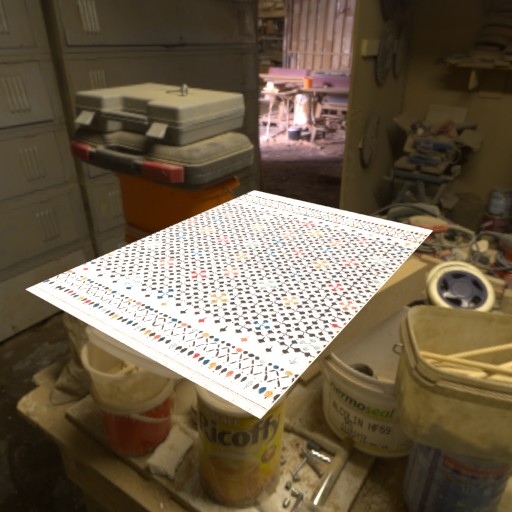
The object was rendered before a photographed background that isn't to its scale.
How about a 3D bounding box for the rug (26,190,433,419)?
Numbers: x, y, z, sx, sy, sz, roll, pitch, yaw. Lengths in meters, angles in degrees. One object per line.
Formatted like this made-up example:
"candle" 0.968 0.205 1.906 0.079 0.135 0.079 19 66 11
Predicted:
"rug" 0.000 0.000 4.179 2.354 0.007 3.196 18 31 31
